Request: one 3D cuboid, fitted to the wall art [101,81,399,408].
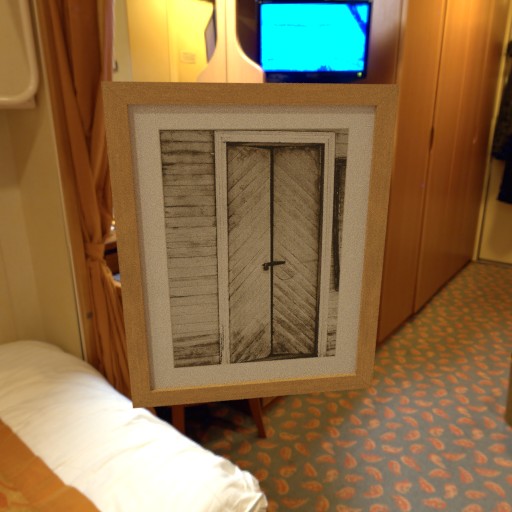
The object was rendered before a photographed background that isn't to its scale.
[{"bbox_3d":[0.000,0.000,0.771,0.460,0.561,0.020,-2,18,-8],"label":"wall art"}]
